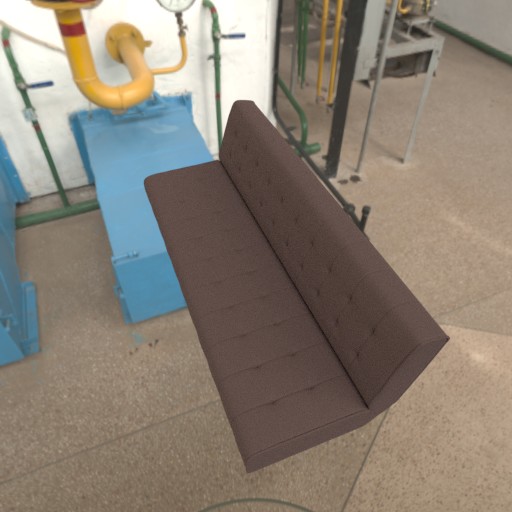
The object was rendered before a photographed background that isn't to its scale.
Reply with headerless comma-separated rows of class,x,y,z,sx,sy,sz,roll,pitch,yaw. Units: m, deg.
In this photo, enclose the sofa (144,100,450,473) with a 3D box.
sofa,0.000,0.000,2.094,0.747,0.699,1.703,-16,48,-15
